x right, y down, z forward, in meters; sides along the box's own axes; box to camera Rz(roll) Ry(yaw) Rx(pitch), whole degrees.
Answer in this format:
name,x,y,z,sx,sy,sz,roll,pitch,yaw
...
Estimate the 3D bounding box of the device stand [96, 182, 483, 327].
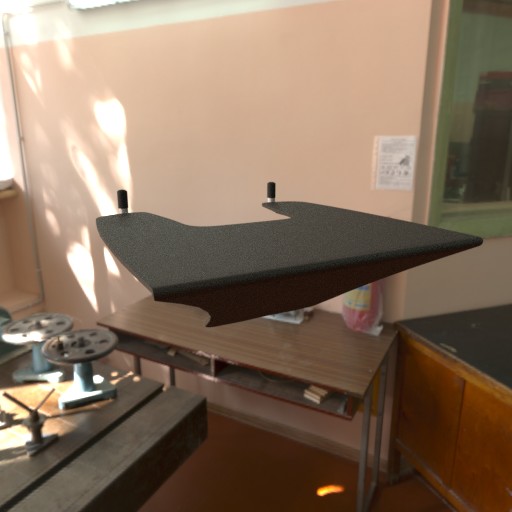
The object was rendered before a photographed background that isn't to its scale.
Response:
name,x,y,z,sx,sy,sz,roll,pitch,yaw
device stand,0.000,0.000,0.353,0.230,0.092,0.230,-8,17,-27
